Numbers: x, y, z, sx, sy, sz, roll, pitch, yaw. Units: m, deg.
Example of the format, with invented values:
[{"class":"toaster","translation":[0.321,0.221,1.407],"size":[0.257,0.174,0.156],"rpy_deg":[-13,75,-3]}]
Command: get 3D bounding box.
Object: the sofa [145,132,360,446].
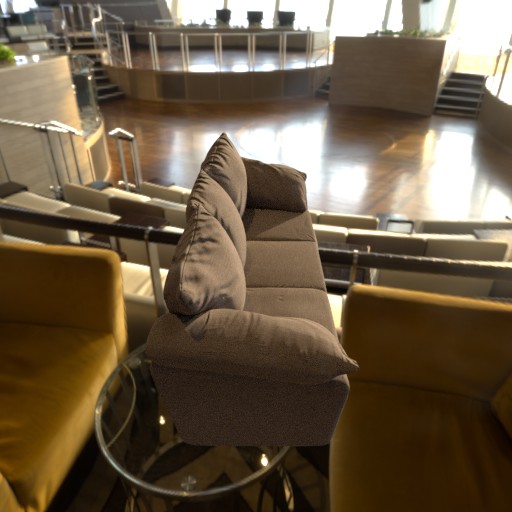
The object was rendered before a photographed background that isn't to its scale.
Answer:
[{"class":"sofa","translation":[0.000,0.000,2.879],"size":[0.927,1.043,2.390],"rpy_deg":[0,31,0]}]
